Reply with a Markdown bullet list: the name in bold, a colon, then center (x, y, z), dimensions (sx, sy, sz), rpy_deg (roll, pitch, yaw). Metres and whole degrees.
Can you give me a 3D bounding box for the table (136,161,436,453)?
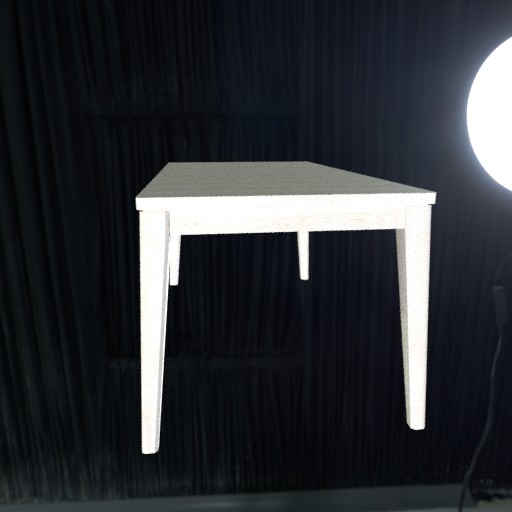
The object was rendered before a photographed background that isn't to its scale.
- **table**: center (0.000, 0.000, 2.043), dimensions (0.900, 0.760, 1.600), rpy_deg (-2, 15, -7)
